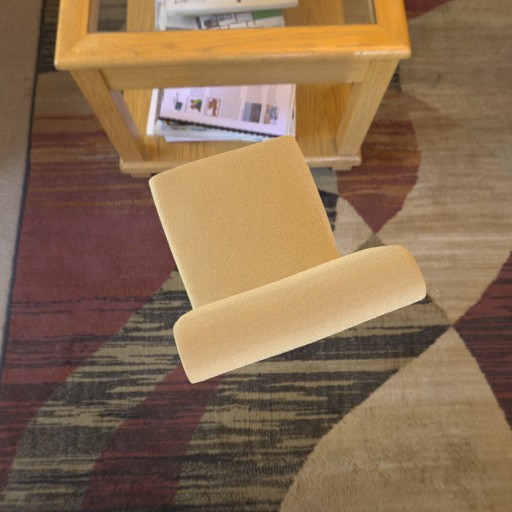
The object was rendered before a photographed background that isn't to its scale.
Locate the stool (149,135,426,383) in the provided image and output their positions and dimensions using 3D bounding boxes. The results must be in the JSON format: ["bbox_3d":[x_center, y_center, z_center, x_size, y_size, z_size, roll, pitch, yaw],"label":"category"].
[{"bbox_3d":[0.000,0.000,1.287,0.452,0.976,0.597,-19,75,-5],"label":"stool"}]
